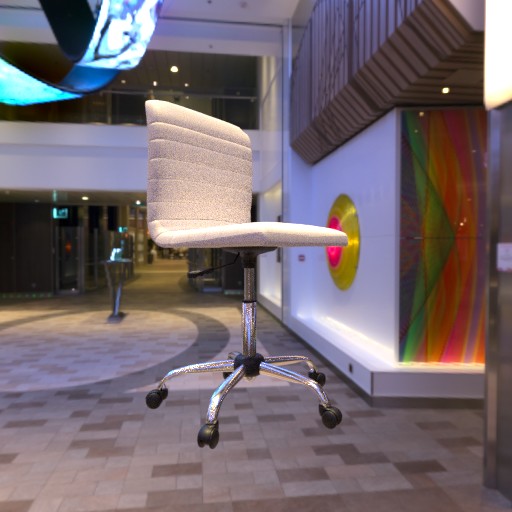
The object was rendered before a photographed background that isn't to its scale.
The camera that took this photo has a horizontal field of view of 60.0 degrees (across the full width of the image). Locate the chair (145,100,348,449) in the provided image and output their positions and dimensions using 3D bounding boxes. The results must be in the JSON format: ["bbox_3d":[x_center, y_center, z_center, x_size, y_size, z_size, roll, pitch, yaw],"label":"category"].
[{"bbox_3d":[0.000,0.000,1.093,0.455,0.750,0.520,1,1,36],"label":"chair"}]
